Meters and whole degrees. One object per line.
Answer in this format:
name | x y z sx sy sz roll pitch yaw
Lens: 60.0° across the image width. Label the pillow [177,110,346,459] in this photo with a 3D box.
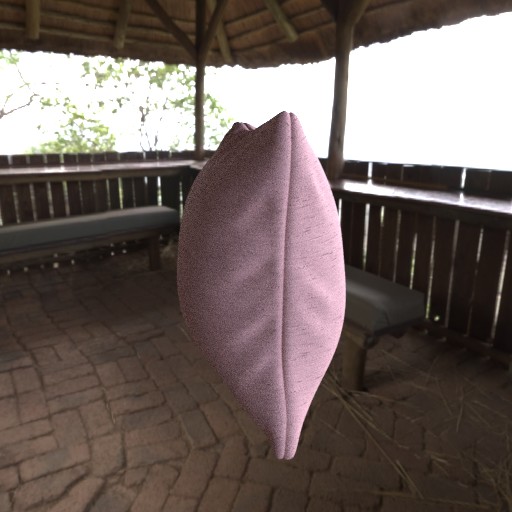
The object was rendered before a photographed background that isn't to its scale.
pillow | 0.000 0.000 0.693 0.246 0.415 0.432 -3 16 -9
